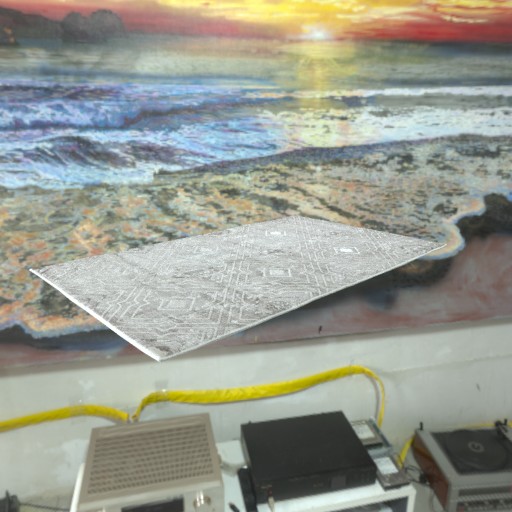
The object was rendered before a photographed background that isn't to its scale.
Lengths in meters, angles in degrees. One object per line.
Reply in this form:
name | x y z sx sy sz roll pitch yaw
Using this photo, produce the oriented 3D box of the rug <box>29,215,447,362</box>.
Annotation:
rug | 0.000 0.000 3.018 2.447 0.036 1.537 -15 22 -41
